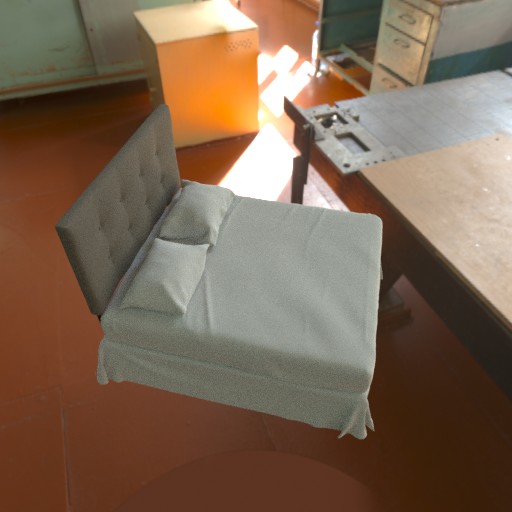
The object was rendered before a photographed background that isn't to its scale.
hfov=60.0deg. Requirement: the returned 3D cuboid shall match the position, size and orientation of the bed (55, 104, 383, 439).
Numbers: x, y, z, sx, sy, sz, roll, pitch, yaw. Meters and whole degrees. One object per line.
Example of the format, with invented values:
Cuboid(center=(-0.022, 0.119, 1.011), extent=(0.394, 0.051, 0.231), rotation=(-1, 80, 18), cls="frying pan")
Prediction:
Cuboid(center=(0.000, 0.000, 3.529), extent=(2.222, 1.577, 1.936), rotation=(10, 46, 10), cls="bed")
